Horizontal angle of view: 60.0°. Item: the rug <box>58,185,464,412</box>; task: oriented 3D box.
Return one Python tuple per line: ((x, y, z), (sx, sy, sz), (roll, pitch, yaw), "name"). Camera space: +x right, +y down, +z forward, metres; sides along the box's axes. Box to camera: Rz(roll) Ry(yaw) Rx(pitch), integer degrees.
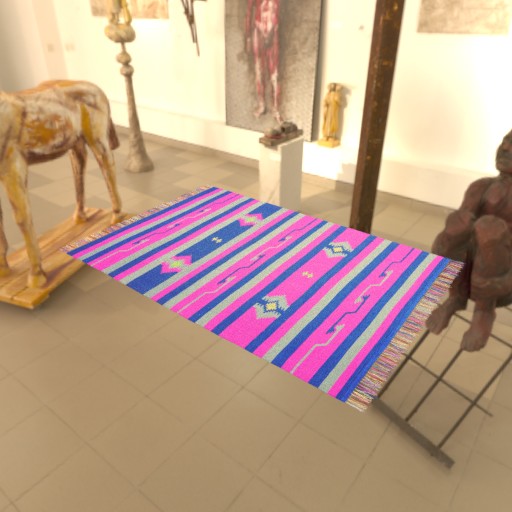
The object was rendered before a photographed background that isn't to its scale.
((0.000, 0.000, 3.022), (2.350, 0.013, 1.539), (21, 37, 31), "rug")
